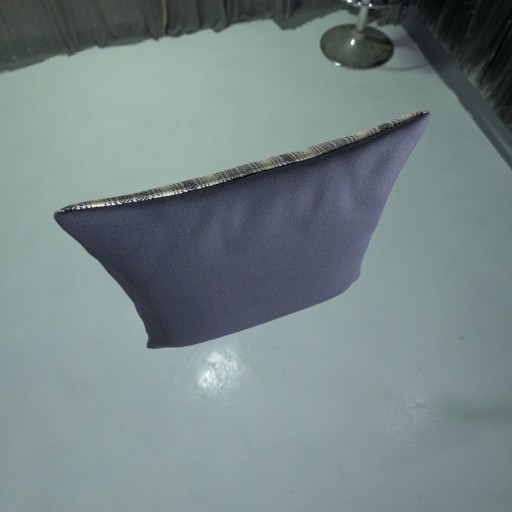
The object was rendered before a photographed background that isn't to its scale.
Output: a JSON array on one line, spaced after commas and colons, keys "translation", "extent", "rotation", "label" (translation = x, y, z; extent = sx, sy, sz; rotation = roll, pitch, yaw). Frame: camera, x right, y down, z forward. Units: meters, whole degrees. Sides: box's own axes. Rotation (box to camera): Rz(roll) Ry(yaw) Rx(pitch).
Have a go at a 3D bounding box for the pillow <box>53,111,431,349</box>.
[{"translation": [0.000, 0.000, 0.793], "extent": [0.520, 0.508, 0.166], "rotation": [-17, 61, -10], "label": "pillow"}]
